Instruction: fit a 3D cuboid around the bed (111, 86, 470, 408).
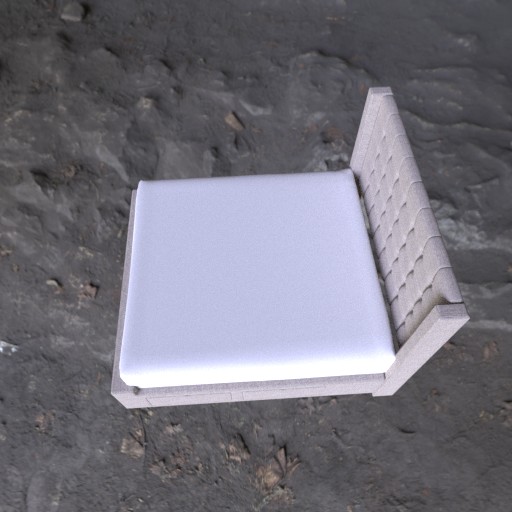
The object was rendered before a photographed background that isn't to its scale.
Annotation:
[{"bbox_3d":[0.000,0.000,3.761,2.372,1.748,2.044,-3,58,-2],"label":"bed"}]
